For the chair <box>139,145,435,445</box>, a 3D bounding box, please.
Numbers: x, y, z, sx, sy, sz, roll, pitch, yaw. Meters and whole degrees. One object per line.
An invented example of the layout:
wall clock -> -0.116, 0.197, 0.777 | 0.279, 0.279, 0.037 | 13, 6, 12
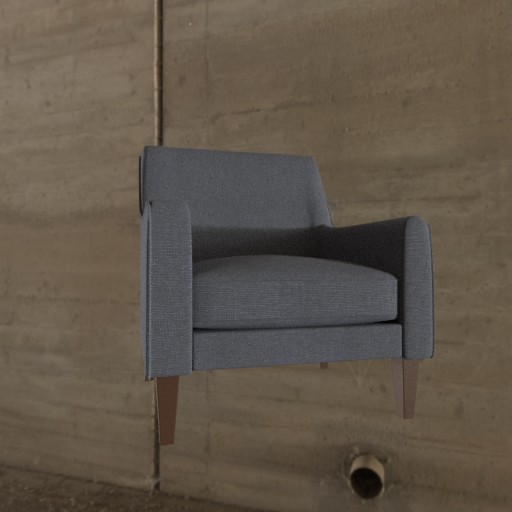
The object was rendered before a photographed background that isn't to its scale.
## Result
chair -> 0.000, 0.000, 1.535 | 0.780, 0.919, 0.899 | 0, -1, -16
